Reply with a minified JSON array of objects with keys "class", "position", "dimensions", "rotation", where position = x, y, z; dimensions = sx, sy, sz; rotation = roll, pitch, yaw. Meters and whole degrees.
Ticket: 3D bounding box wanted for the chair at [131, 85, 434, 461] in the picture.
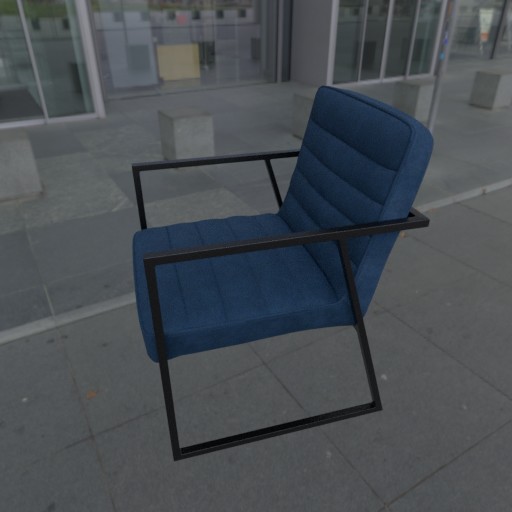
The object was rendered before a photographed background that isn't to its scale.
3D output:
[{"class":"chair","position":[0.000,0.000,1.258],"dimensions":[0.677,0.833,0.571],"rotation":[-8,32,-13]}]
